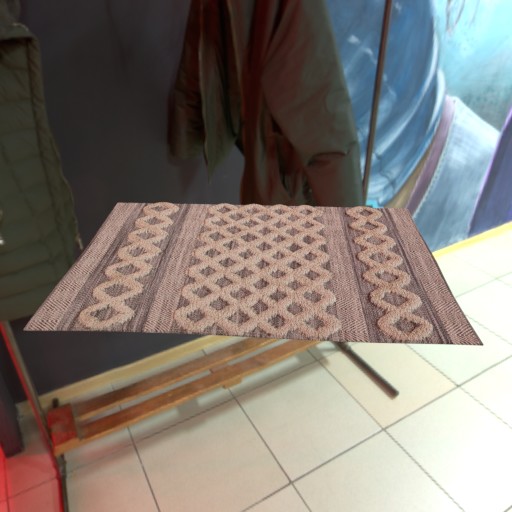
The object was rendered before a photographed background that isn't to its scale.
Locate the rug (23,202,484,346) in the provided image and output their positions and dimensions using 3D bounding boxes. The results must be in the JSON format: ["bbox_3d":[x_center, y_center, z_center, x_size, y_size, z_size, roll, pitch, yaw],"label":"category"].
[{"bbox_3d":[0.000,0.000,2.258,1.823,0.030,1.222,1,32,2],"label":"rug"}]
